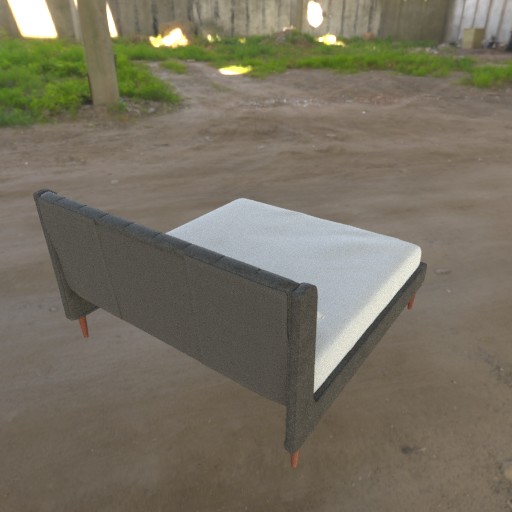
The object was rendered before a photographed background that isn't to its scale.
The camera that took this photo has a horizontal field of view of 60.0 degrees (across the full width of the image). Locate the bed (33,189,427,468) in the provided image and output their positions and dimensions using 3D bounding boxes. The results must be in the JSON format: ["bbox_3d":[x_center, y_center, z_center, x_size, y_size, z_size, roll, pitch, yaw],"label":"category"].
[{"bbox_3d":[0.000,0.000,2.563,1.531,0.933,1.638,19,34,31],"label":"bed"}]
